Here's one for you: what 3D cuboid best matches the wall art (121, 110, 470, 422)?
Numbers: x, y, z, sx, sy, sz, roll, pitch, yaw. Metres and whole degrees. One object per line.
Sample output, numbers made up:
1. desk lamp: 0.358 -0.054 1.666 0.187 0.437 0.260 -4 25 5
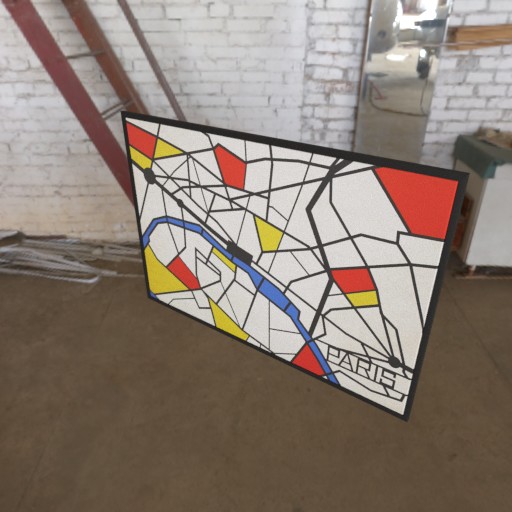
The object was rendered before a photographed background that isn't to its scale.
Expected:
1. wall art: 0.000 0.000 1.224 0.963 0.665 0.013 19 35 30
